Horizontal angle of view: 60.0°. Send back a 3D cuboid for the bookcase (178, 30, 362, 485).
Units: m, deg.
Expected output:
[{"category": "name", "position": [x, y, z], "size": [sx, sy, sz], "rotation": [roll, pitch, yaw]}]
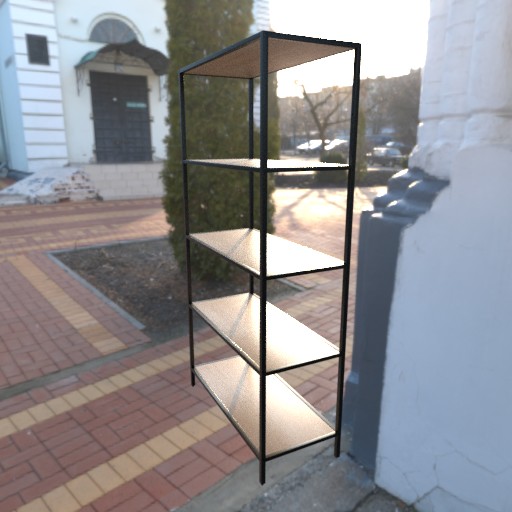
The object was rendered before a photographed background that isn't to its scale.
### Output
[{"category": "bookcase", "position": [0.000, 0.000, 1.816], "size": [0.350, 1.500, 0.770], "rotation": [-7, 16, -26]}]
